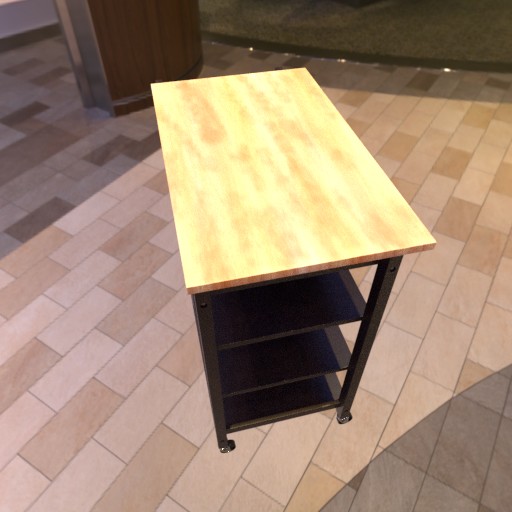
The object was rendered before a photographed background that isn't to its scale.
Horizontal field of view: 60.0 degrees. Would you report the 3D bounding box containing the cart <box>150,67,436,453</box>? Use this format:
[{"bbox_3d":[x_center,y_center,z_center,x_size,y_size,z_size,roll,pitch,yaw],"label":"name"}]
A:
[{"bbox_3d":[0.000,0.000,1.412,0.472,0.878,0.914,-10,47,-9],"label":"cart"}]
